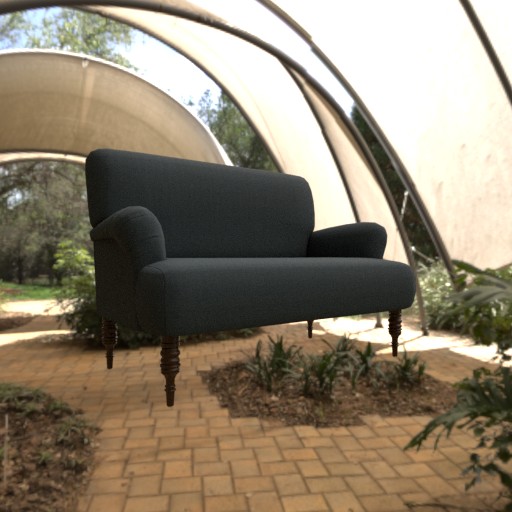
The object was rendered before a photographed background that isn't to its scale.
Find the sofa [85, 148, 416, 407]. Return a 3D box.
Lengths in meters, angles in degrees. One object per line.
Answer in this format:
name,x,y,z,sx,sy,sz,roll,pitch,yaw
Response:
sofa,0.000,0.000,1.874,1.297,0.889,0.779,0,0,-37
